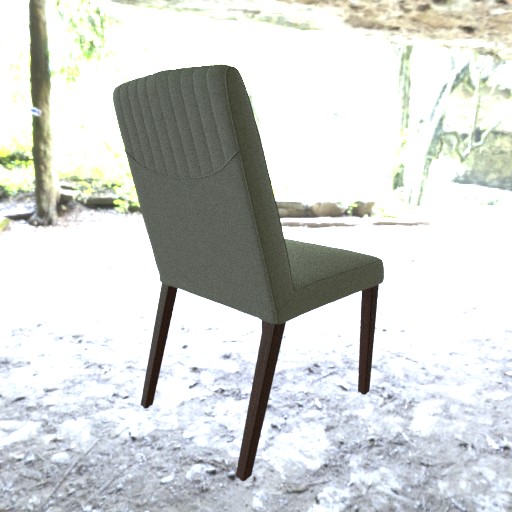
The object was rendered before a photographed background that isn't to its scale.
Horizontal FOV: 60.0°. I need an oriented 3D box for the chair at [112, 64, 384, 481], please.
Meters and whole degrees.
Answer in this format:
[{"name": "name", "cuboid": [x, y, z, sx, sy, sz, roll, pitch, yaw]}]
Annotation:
[{"name": "chair", "cuboid": [0.000, 0.000, 1.230, 0.480, 0.900, 0.594, 13, 19, 43]}]
